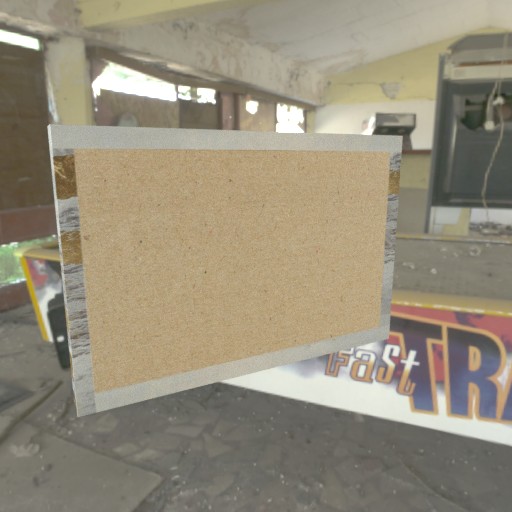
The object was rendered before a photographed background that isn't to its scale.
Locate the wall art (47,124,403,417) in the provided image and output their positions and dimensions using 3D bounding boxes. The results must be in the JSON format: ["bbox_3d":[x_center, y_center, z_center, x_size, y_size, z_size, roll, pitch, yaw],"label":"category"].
[{"bbox_3d":[0.000,0.000,0.753,0.606,0.407,0.041,-7,14,-28],"label":"wall art"}]
